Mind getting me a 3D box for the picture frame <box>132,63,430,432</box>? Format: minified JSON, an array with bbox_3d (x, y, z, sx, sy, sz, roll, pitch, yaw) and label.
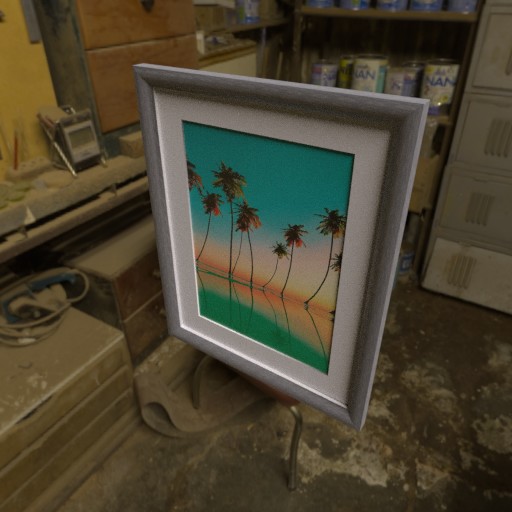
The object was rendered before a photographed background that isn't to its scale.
[{"bbox_3d":[0.000,0.000,0.745,0.454,0.559,0.029,20,37,28],"label":"picture frame"}]
